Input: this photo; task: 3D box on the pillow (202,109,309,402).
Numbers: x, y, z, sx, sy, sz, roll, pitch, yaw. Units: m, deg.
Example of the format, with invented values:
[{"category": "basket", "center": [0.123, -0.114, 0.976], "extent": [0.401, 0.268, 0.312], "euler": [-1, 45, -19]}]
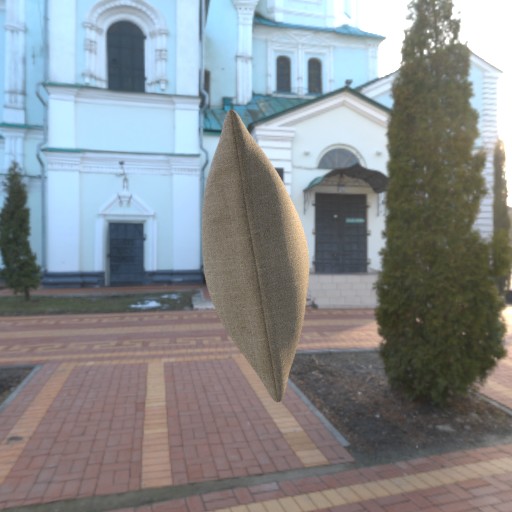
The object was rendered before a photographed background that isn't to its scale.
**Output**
[{"category": "pillow", "center": [0.000, 0.000, 0.729], "extent": [0.155, 0.282, 0.612], "euler": [0, 0, 0]}]
